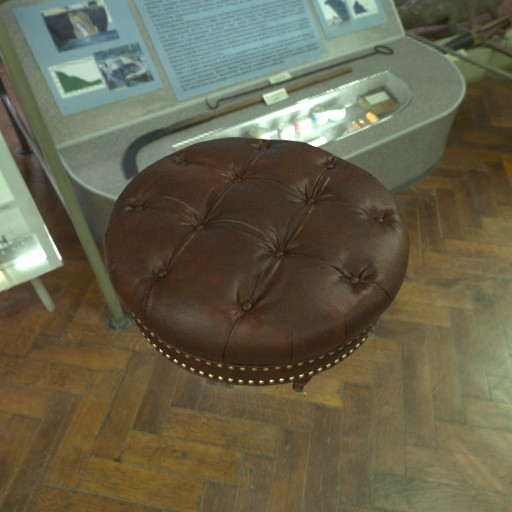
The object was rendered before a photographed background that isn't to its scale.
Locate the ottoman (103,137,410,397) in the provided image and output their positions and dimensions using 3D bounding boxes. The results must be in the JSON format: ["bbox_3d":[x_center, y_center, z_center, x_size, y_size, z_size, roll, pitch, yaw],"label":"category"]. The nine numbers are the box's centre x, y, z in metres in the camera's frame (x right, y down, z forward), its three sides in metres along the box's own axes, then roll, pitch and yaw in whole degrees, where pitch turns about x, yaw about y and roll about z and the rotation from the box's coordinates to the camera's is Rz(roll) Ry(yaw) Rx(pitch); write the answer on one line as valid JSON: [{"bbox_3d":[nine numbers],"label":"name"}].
[{"bbox_3d":[0.000,0.000,1.429,0.901,0.455,0.901,0,47,0],"label":"ottoman"}]
